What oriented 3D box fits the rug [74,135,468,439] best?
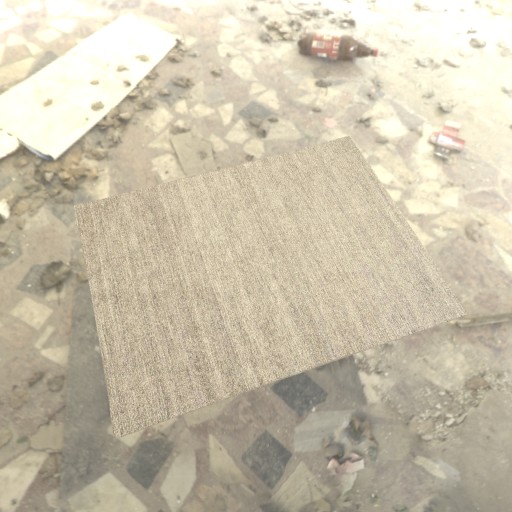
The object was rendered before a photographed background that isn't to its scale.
[{"bbox_3d":[0.000,0.000,4.303,3.202,0.045,2.434,-16,59,-10],"label":"rug"}]
